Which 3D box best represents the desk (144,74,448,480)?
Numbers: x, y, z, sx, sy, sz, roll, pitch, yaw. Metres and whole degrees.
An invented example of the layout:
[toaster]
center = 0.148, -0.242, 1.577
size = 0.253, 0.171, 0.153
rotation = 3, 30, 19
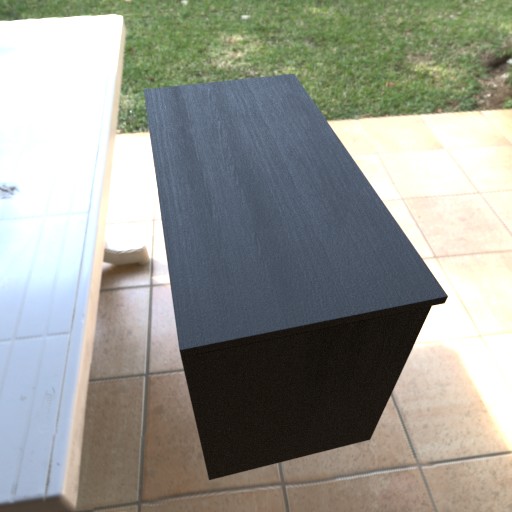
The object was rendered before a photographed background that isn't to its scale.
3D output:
[desk]
center = 0.000, 0.000, 1.507
size = 0.557, 0.729, 1.099
rotation = -10, 47, -9
